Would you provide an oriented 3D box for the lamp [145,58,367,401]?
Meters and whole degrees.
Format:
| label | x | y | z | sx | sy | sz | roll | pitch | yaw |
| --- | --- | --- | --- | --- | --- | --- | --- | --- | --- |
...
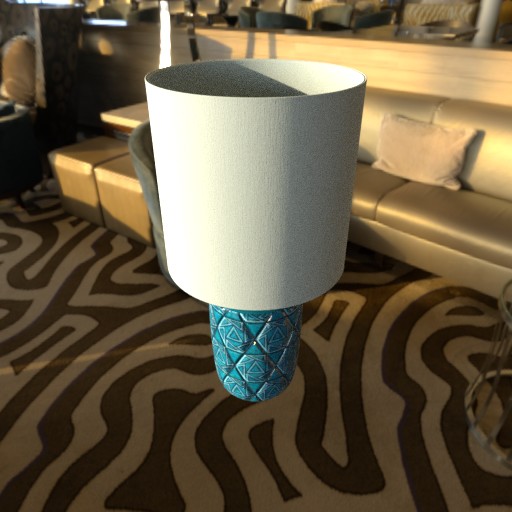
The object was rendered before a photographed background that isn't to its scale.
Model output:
| label | x | y | z | sx | sy | sz | roll | pitch | yaw |
| --- | --- | --- | --- | --- | --- | --- | --- | --- | --- |
| lamp | 0.000 | 0.000 | 0.491 | 0.193 | 0.377 | 0.193 | 22 | 38 | 31 |
